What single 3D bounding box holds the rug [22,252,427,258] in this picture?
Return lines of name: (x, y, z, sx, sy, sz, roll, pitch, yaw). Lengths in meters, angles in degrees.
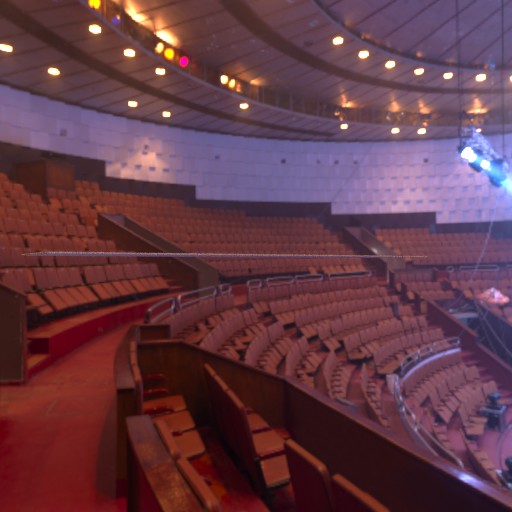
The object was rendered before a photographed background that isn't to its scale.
rug: (0.000, 0.000, 2.677, 2.437, 0.006, 0.686, 1, -1, -35)
